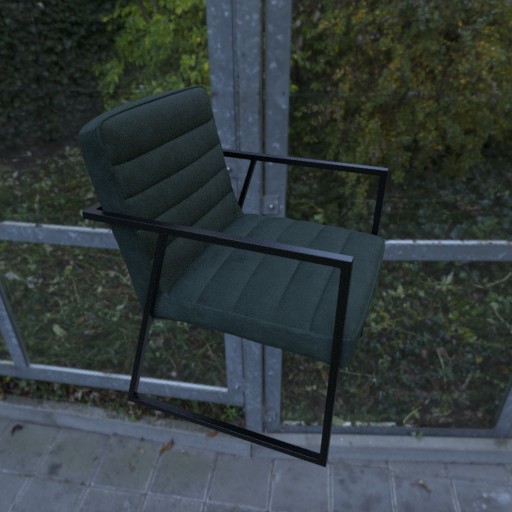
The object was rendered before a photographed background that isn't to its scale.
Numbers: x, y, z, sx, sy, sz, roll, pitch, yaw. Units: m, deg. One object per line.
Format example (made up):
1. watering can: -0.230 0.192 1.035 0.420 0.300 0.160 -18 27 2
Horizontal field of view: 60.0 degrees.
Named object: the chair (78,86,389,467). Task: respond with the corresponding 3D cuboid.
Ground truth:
1. chair: 0.000 0.000 1.263 0.677 0.833 0.571 11 32 18
